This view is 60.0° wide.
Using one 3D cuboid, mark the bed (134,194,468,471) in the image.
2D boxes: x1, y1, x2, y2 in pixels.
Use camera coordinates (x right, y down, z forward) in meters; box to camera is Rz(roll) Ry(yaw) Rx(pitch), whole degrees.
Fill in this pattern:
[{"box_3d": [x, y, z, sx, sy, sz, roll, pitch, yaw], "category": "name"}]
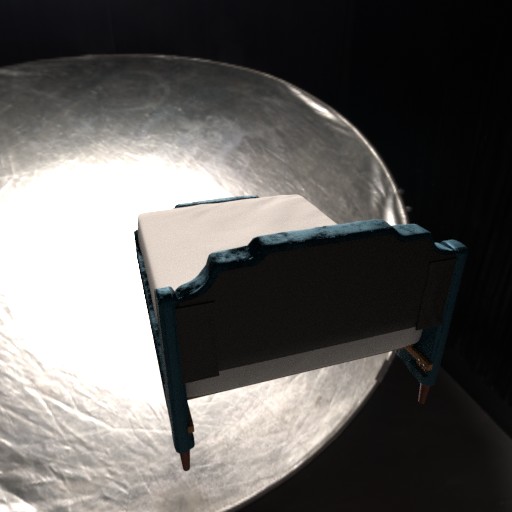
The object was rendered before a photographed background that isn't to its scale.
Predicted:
[{"box_3d": [0.000, 0.000, 3.352, 1.678, 1.338, 2.322, -9, 29, -16], "category": "bed"}]
